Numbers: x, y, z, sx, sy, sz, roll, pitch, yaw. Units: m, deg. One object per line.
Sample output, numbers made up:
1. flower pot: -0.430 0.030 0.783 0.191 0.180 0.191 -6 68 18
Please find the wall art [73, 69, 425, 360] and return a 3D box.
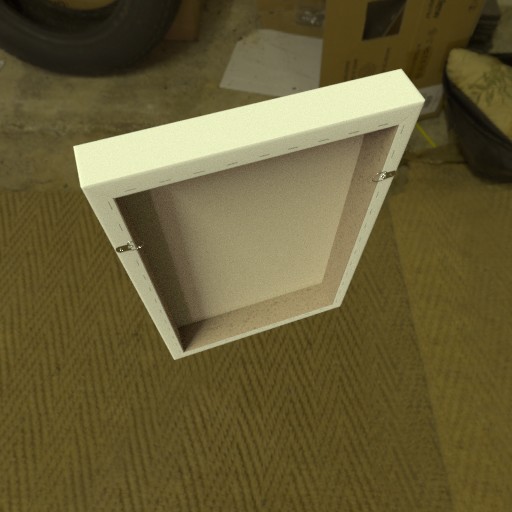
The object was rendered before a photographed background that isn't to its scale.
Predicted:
1. wall art: 0.000 0.000 0.481 0.252 0.381 0.039 -16 61 -9
